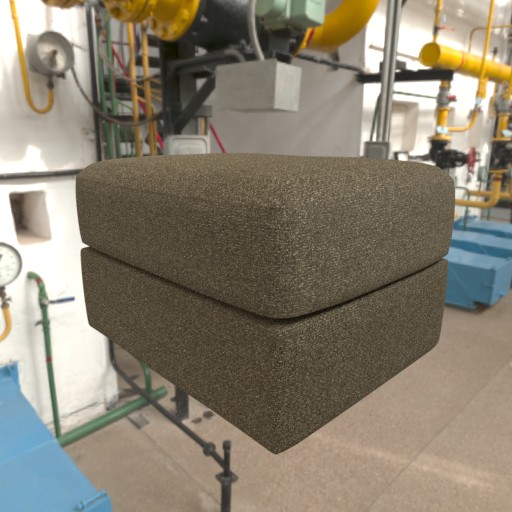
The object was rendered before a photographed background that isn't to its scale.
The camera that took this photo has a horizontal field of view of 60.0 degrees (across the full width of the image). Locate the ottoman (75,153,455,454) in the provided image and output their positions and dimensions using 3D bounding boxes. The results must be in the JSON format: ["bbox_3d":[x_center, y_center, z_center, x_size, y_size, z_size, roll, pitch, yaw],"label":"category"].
[{"bbox_3d":[0.000,0.000,1.082,0.598,0.476,0.742,-14,21,-42],"label":"ottoman"}]
